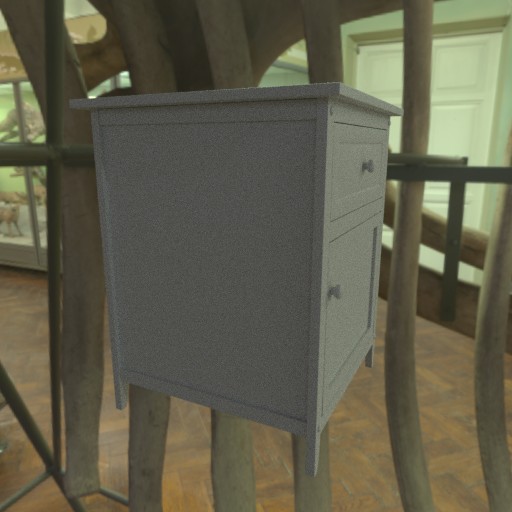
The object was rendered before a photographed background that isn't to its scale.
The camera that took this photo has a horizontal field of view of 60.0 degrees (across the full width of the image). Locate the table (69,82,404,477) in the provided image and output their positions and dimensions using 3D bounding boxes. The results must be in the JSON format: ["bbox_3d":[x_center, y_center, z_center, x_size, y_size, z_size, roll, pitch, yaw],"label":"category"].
[{"bbox_3d":[0.000,0.000,0.745,0.381,0.483,0.381,7,16,26],"label":"table"}]
